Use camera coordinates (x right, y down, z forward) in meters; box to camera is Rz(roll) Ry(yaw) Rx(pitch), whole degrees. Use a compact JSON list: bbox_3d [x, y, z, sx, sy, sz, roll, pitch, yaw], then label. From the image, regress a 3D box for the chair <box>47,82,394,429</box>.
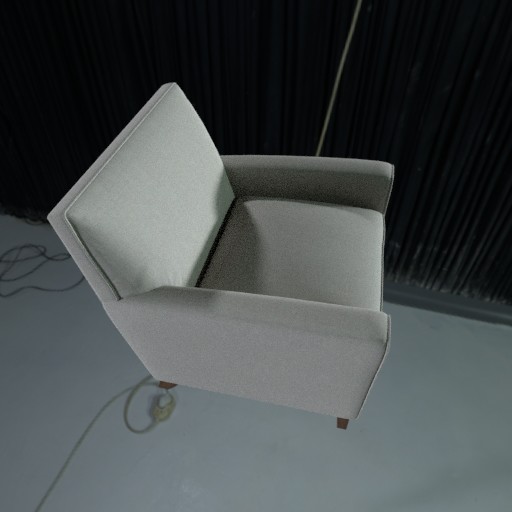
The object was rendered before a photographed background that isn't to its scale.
[{"bbox_3d":[0.000,0.000,1.554,0.871,0.846,0.840,9,46,9],"label":"chair"}]
